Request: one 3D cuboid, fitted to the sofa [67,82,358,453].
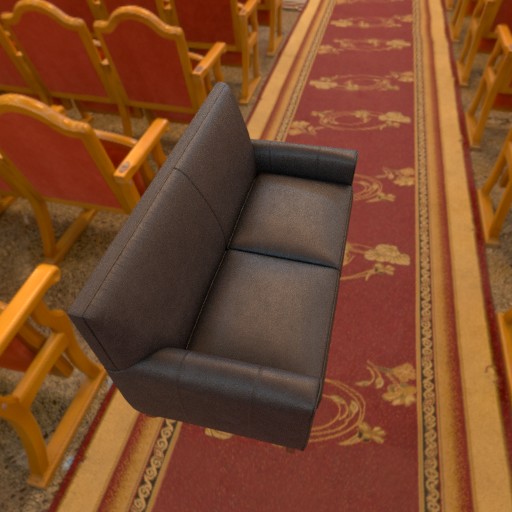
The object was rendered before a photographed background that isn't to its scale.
[{"bbox_3d":[0.000,0.000,2.024,0.787,0.871,1.473,10,48,9],"label":"sofa"}]
